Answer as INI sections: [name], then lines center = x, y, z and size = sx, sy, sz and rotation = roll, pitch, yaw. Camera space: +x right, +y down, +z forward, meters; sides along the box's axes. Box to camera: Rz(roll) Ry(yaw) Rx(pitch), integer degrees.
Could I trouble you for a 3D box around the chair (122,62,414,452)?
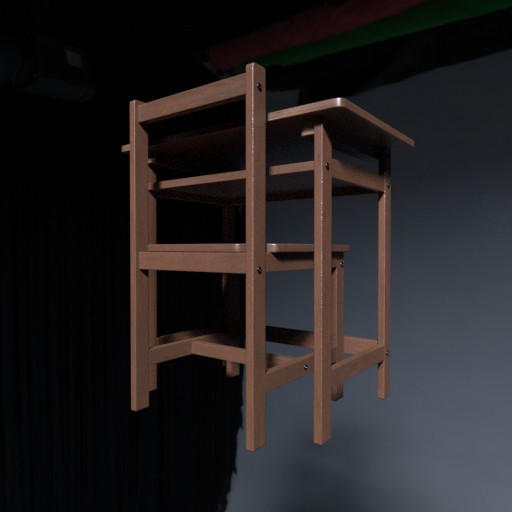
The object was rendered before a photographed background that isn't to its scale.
[chair]
center = 0.000, 0.000, 1.047
size = 0.599, 0.673, 0.463
rotation = 1, 1, 37
